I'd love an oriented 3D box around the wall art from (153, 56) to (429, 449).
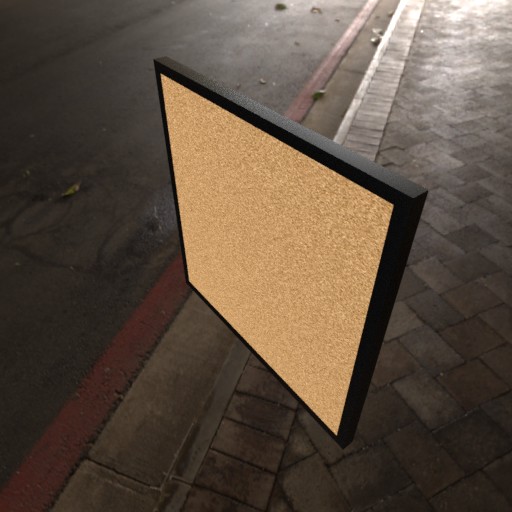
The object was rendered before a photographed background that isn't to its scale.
[{"bbox_3d":[0.000,0.000,1.098,0.036,0.755,0.756,-27,48,-28],"label":"wall art"}]
